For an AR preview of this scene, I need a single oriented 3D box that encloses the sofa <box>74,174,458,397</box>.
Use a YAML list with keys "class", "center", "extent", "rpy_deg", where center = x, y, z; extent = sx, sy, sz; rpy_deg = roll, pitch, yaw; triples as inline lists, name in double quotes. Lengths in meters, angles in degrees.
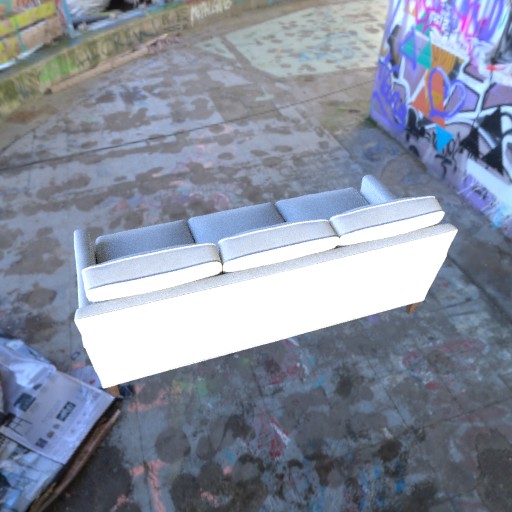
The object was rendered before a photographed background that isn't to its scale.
- class: "sofa"
  center: [0.000, 0.000, 2.951]
  extent: [2.246, 1.003, 1.084]
  rpy_deg: [-13, 44, -14]
